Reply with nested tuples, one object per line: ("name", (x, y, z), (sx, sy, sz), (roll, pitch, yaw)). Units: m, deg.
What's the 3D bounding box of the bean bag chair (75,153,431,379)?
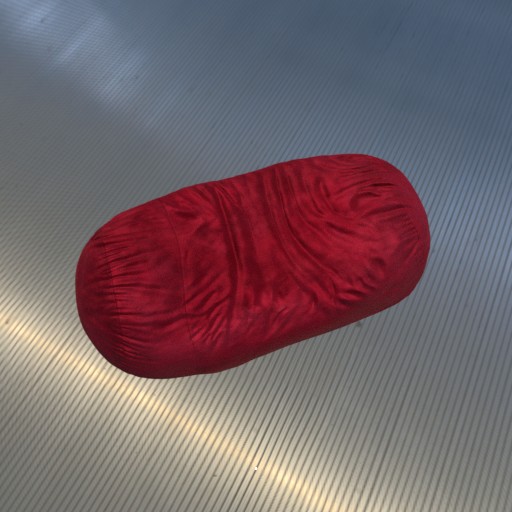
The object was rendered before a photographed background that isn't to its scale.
("bean bag chair", (0.000, 0.000, 2.889), (2.293, 0.867, 1.216), (-17, 66, -8))
